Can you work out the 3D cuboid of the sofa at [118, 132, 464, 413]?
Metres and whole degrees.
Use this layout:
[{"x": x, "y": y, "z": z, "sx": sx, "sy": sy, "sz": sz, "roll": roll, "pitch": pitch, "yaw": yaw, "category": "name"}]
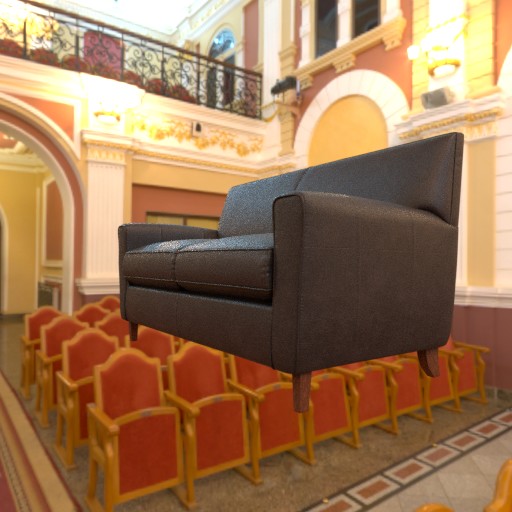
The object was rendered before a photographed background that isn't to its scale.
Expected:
[{"x": 0.000, "y": 0.000, "z": 1.944, "sx": 0.787, "sy": 0.871, "sz": 1.473, "roll": 0, "pitch": -1, "yaw": -36, "category": "sofa"}]
